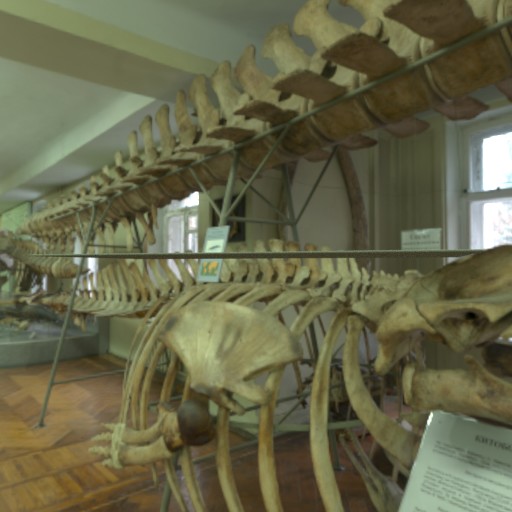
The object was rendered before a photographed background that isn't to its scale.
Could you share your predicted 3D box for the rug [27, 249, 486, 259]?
[{"bbox_3d":[0.000,0.000,3.503,3.048,0.011,1.546,0,-1,19],"label":"rug"}]
